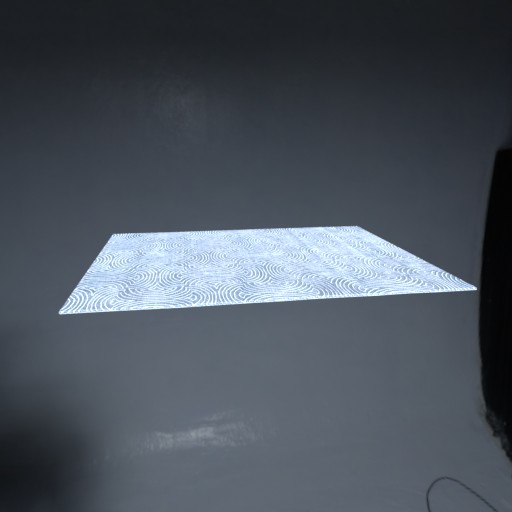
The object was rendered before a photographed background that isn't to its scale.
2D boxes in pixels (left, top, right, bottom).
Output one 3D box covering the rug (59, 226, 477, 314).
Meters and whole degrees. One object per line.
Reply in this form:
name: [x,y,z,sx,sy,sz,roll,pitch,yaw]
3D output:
rug: [0.000,0.000,4.326,3.042,0.021,2.456,-2,15,-9]
